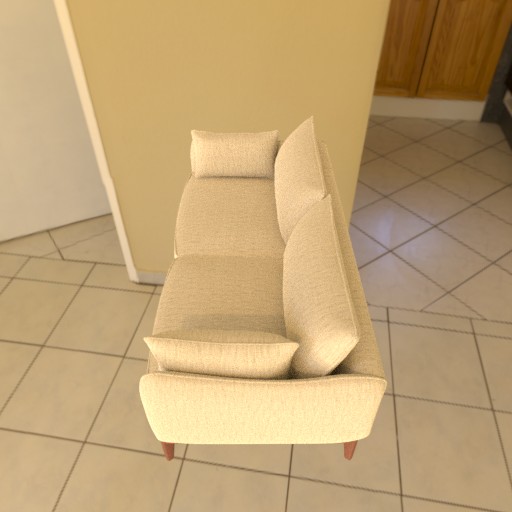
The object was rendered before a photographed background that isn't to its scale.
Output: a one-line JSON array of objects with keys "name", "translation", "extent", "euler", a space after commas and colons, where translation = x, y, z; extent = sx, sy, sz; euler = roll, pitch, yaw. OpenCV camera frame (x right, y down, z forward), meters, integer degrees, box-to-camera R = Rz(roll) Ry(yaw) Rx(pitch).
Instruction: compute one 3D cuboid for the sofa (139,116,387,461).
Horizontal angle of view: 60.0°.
[{"name": "sofa", "translation": [0.000, 0.000, 2.495], "extent": [0.991, 0.860, 1.989], "euler": [0, 42, 0]}]
